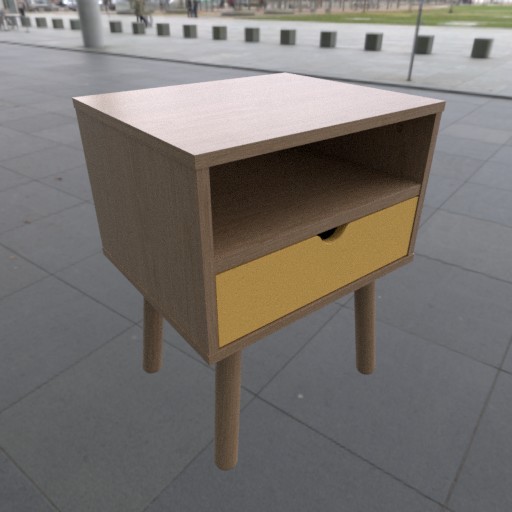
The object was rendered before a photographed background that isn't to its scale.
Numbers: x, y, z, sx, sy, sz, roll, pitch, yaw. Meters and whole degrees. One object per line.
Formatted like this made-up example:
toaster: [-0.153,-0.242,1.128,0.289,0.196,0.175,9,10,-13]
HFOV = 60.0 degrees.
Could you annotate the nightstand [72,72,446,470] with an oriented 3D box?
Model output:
nightstand: [0.000,0.000,0.841,0.450,0.571,0.380,-21,36,-32]
